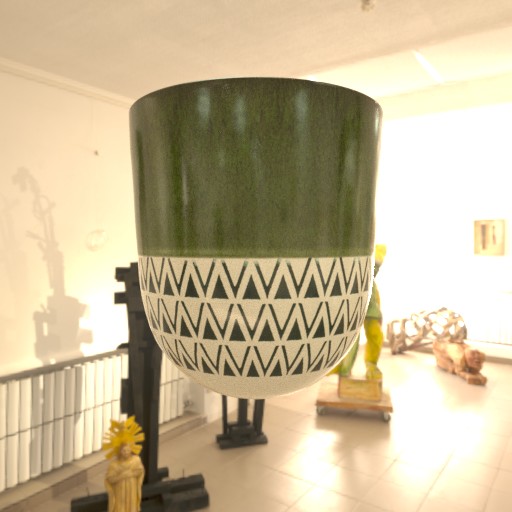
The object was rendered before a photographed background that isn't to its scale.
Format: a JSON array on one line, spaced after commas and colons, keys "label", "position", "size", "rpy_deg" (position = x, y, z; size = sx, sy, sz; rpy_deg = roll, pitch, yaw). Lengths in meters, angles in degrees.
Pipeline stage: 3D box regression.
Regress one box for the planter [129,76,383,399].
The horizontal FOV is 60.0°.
[{"label": "planter", "position": [0.000, 0.000, 0.449], "size": [0.245, 0.270, 0.245], "rpy_deg": [0, 2, 0]}]
